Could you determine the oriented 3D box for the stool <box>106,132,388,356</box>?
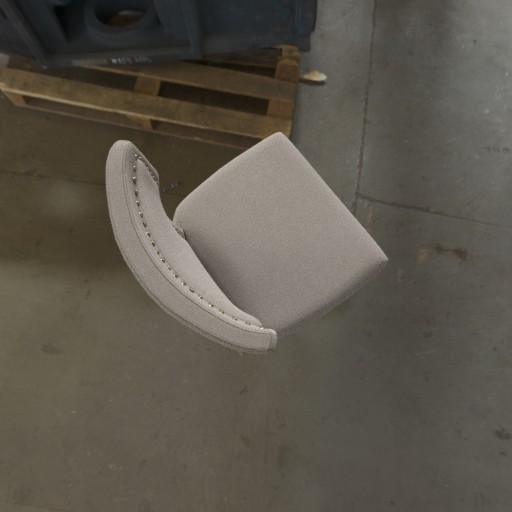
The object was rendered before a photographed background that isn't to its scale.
[{"bbox_3d":[0.000,0.000,1.328,0.563,0.982,0.527,-35,78,-9],"label":"stool"}]
